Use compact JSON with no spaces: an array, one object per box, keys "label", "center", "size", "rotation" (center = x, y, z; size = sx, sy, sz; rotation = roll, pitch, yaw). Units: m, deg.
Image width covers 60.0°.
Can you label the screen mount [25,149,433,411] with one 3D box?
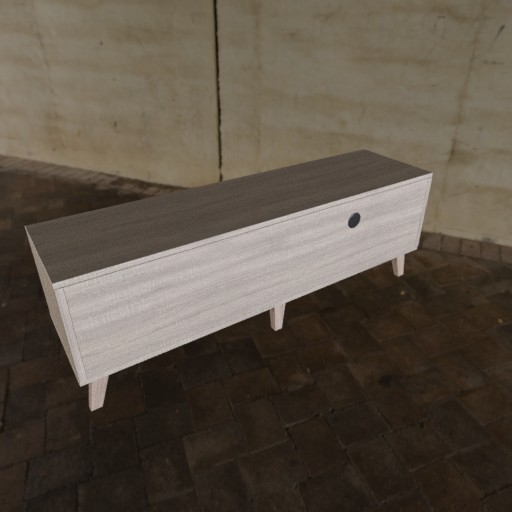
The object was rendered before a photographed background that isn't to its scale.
[{"label":"screen mount","center":[0.000,0.000,1.750],"size":[1.500,0.509,0.401],"rotation":[-18,35,-28]}]
